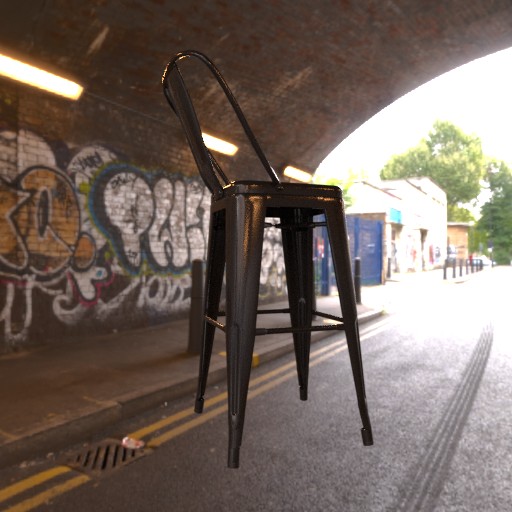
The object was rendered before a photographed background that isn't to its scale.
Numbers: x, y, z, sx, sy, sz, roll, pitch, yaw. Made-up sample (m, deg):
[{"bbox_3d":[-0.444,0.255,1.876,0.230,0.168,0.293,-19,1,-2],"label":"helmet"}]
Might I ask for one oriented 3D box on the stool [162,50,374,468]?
[{"bbox_3d":[0.000,0.000,1.298,0.528,1.022,0.432,0,0,-19],"label":"stool"}]
